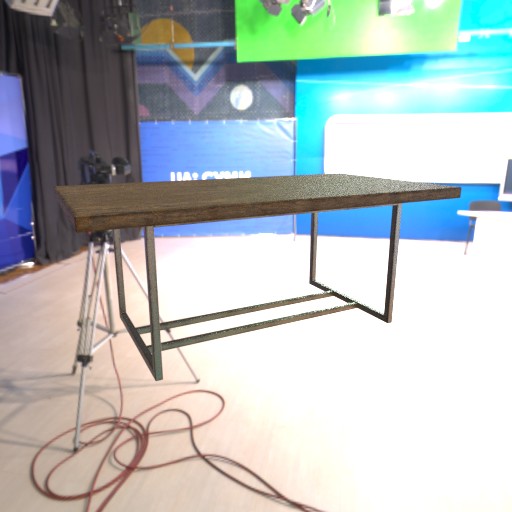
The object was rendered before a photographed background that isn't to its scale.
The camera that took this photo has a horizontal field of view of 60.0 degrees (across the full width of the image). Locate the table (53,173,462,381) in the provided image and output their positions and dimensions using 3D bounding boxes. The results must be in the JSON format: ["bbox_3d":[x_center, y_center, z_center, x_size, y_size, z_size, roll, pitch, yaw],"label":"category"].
[{"bbox_3d":[0.000,0.000,2.556,1.989,0.795,1.078,-8,17,-26],"label":"table"}]
